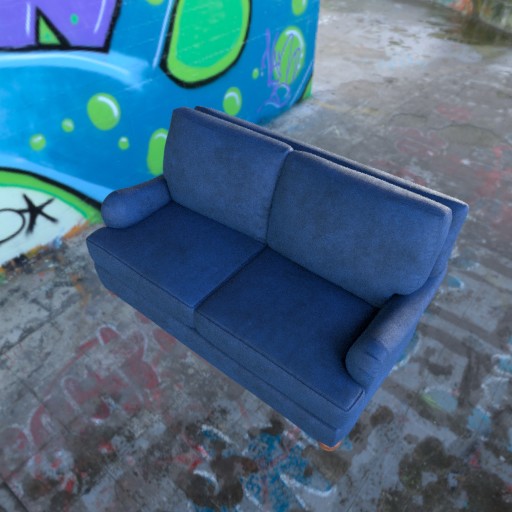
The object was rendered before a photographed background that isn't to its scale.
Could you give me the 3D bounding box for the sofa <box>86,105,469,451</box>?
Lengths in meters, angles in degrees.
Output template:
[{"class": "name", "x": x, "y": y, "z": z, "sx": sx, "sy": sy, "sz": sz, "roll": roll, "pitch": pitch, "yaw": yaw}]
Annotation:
[{"class": "sofa", "x": 0.000, "y": 0.000, "z": 2.523, "sx": 1.853, "sy": 1.101, "sz": 1.084, "roll": 28, "pitch": 50, "yaw": 27}]
